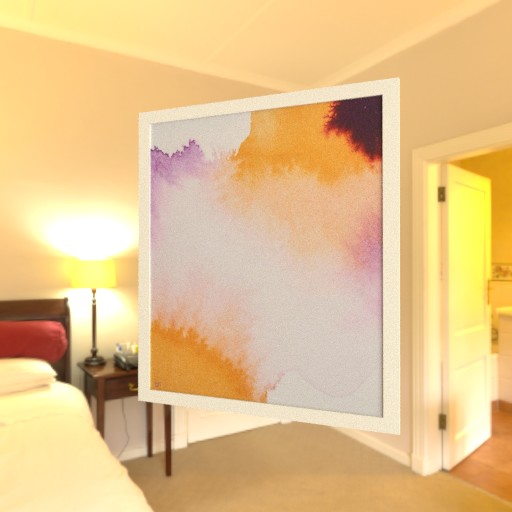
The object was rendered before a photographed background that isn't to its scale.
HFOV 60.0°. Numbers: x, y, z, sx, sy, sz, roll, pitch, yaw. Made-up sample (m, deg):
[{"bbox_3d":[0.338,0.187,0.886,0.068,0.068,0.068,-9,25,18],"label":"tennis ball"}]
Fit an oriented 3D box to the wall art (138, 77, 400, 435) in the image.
[{"bbox_3d":[0.000,0.000,0.780,0.482,0.557,0.012,0,-1,21],"label":"wall art"}]
